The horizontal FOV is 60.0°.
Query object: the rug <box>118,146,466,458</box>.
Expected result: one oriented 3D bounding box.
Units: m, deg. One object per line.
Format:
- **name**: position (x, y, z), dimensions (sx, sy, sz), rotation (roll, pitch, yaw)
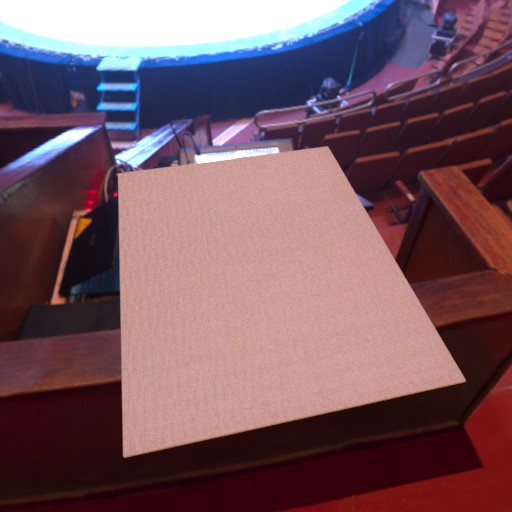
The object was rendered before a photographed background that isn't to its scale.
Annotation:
- **rug**: position (0.000, 0.000, 4.009), dimensions (2.410, 0.021, 3.055), rotation (-9, 48, -9)
